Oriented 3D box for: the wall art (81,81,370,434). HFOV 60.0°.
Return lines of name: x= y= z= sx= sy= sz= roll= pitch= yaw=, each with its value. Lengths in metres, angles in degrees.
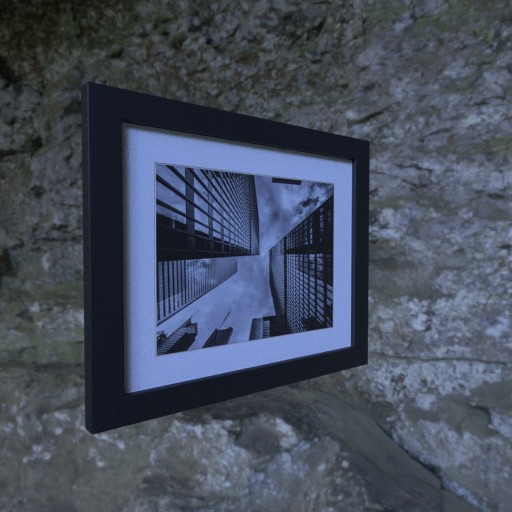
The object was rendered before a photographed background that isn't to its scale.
wall art: x=0.000 y=0.000 z=0.747 sx=0.558 sy=0.457 sz=0.031 roll=-1 pitch=2 yaw=-37
